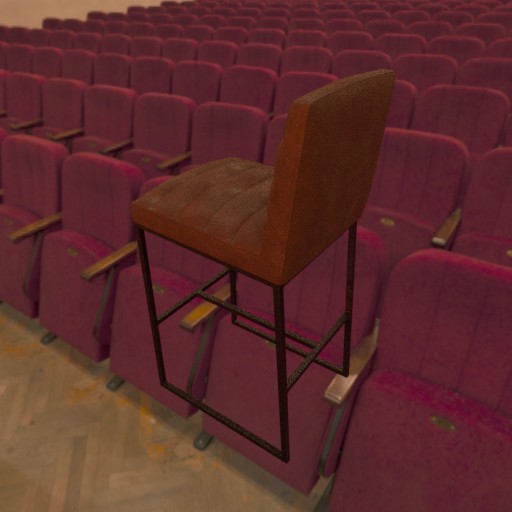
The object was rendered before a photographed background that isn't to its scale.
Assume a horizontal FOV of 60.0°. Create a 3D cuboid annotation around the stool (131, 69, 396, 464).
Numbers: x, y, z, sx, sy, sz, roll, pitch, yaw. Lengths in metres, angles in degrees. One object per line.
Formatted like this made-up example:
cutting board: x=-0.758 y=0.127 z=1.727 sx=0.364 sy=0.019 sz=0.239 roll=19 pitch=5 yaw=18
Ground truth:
stool: x=0.000 y=0.000 z=1.344 sx=0.562 sy=1.065 sz=0.463 roll=20 pitch=37 yaw=29
